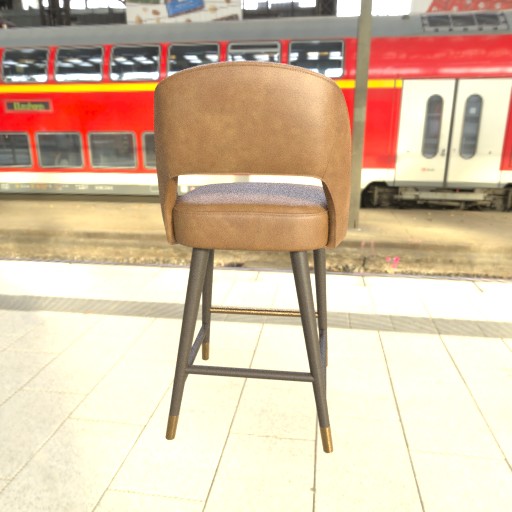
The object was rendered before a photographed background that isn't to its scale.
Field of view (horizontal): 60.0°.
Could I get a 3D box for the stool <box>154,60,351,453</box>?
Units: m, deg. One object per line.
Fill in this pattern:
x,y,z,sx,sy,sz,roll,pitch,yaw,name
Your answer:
0.000,0.000,1.234,0.494,0.940,0.509,2,16,6,stool
